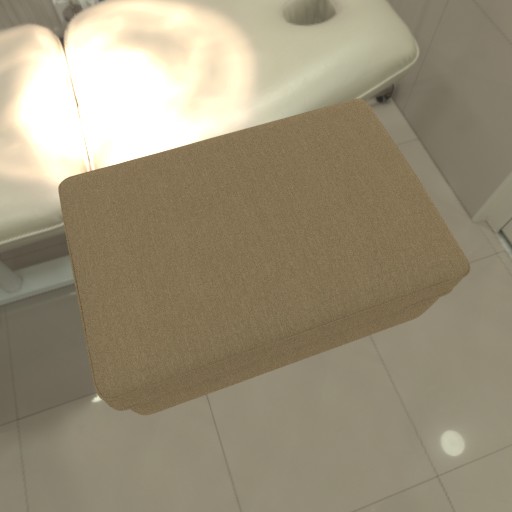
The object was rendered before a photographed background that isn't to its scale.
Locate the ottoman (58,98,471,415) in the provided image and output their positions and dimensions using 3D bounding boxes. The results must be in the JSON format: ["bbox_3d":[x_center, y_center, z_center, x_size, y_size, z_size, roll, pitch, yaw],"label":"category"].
[{"bbox_3d":[0.000,0.000,1.312,0.945,0.521,0.636,-18,65,-8],"label":"ottoman"}]
